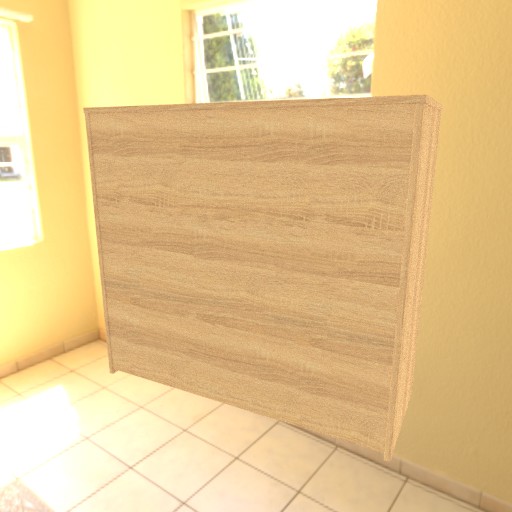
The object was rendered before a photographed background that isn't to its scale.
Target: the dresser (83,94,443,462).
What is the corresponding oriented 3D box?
[{"bbox_3d":[0.000,0.000,1.405,0.980,0.900,0.380,8,17,26],"label":"dresser"}]
